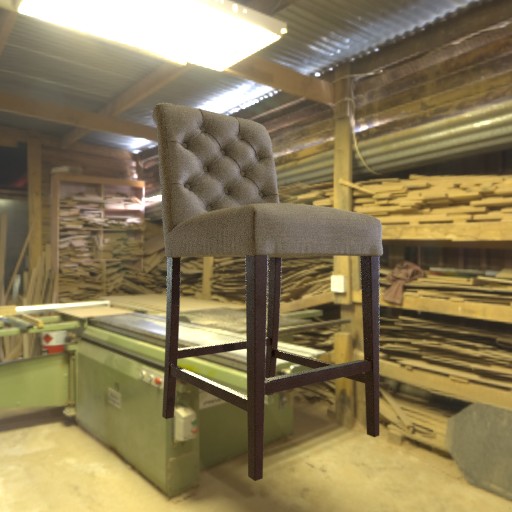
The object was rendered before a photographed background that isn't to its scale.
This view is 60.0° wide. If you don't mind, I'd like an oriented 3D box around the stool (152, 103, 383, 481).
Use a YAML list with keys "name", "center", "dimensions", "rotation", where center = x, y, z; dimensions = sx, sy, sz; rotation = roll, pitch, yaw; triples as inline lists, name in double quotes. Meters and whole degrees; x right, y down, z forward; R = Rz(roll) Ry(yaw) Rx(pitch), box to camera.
- name: "stool"
  center: [0.000, 0.000, 1.453]
  dimensions: [0.486, 1.084, 0.660]
  rotation: [0, 0, -36]
